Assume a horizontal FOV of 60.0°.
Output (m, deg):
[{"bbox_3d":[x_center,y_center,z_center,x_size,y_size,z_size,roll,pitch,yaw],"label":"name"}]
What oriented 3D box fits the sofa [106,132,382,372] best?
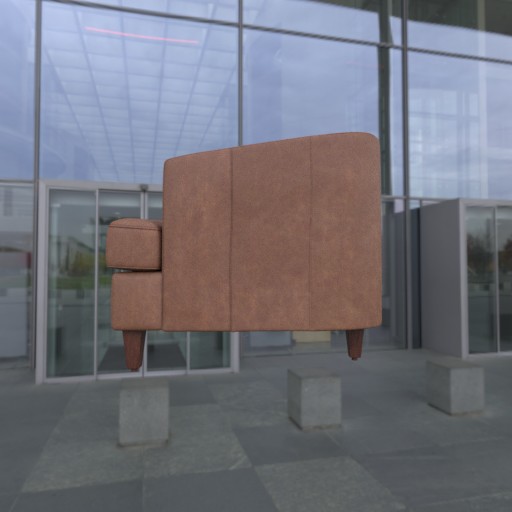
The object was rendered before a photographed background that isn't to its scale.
[{"bbox_3d":[0.000,0.000,2.217,0.914,0.786,1.755,0,-2,1],"label":"sofa"}]
